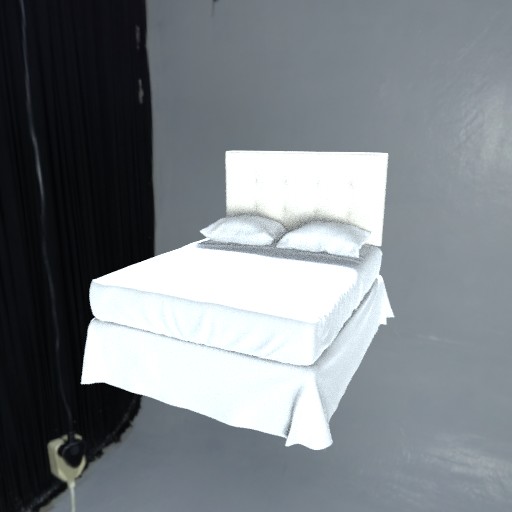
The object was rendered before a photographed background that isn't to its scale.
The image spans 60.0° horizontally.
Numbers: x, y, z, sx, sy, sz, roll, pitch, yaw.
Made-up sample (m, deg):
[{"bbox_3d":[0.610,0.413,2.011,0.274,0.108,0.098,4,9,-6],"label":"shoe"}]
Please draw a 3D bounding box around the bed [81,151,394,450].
[{"bbox_3d":[0.000,0.000,3.559,1.936,1.577,2.222,7,17,25],"label":"bed"}]
